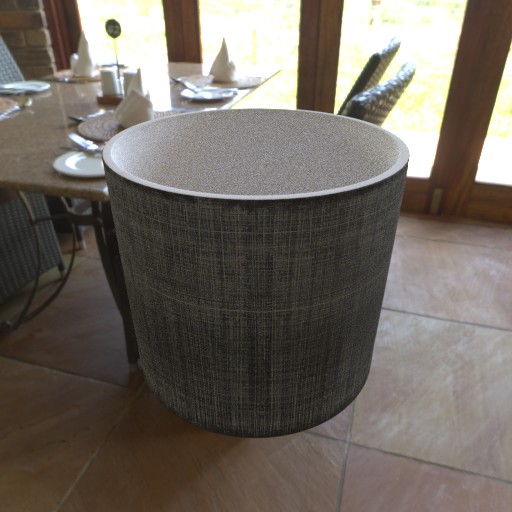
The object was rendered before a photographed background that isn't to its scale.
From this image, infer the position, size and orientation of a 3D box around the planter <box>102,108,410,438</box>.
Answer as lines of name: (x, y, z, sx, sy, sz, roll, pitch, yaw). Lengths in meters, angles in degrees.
planter: (0.000, 0.000, 0.382, 0.221, 0.201, 0.221, 0, 31, 0)
